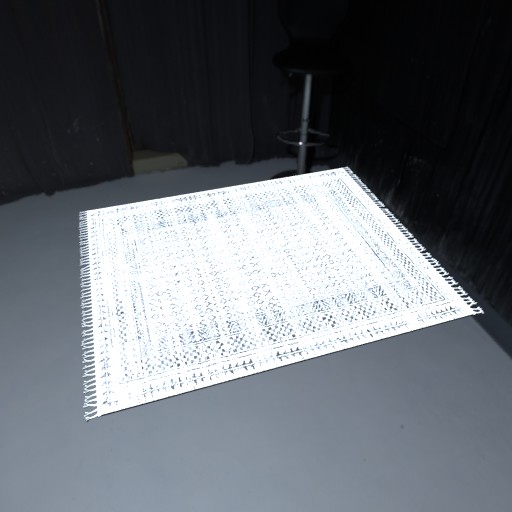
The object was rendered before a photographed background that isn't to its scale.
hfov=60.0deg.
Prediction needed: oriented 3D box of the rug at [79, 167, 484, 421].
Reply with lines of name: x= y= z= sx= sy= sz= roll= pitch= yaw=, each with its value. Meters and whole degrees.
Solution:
rug: x=0.000 y=0.000 z=3.857 sx=2.940 sy=0.013 sz=2.312 roll=-12 pitch=42 yaw=-13
